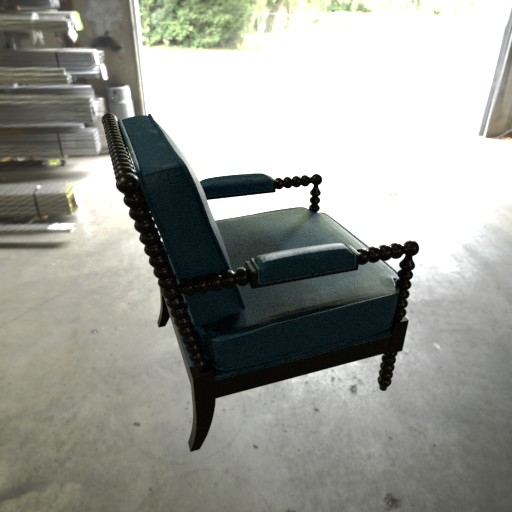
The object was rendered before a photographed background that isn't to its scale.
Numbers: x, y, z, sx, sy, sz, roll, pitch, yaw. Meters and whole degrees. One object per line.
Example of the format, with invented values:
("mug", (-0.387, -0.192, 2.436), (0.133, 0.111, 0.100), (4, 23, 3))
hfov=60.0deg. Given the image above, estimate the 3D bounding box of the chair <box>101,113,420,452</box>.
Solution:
("chair", (0.000, 0.000, 1.442), (0.805, 0.857, 0.688), (-10, 31, -17))
